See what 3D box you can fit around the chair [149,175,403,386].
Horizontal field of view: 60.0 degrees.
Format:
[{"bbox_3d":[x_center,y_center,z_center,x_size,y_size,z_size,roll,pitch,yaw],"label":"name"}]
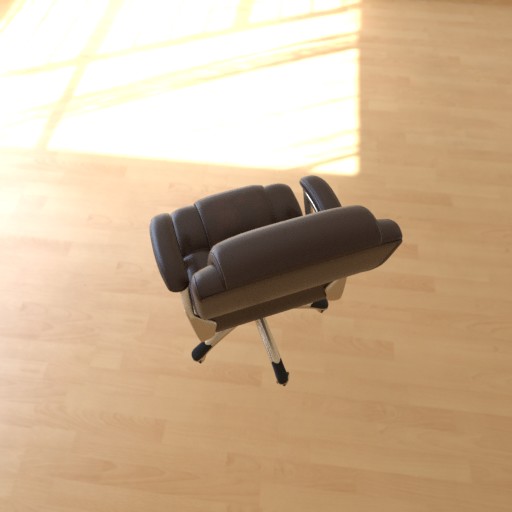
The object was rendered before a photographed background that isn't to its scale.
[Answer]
[{"bbox_3d":[0.000,0.000,1.623,0.692,1.194,0.749,-16,60,-9],"label":"chair"}]
